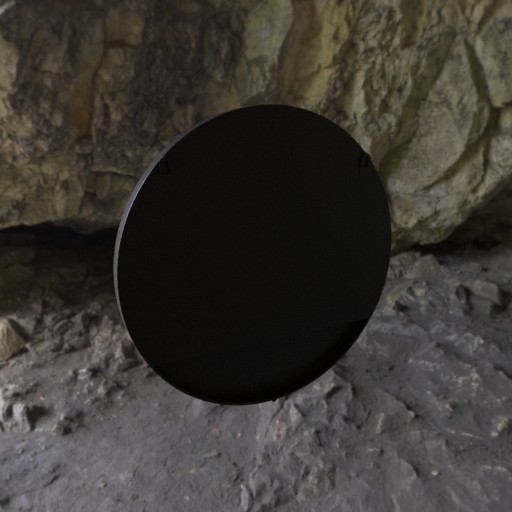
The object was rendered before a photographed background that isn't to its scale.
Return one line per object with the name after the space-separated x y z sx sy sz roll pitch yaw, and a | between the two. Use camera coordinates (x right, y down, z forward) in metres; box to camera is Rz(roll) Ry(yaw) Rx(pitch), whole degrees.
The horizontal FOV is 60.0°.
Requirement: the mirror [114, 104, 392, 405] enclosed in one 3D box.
0.000 0.000 0.717 0.457 0.457 0.133 -7 16 -26 | mirror
